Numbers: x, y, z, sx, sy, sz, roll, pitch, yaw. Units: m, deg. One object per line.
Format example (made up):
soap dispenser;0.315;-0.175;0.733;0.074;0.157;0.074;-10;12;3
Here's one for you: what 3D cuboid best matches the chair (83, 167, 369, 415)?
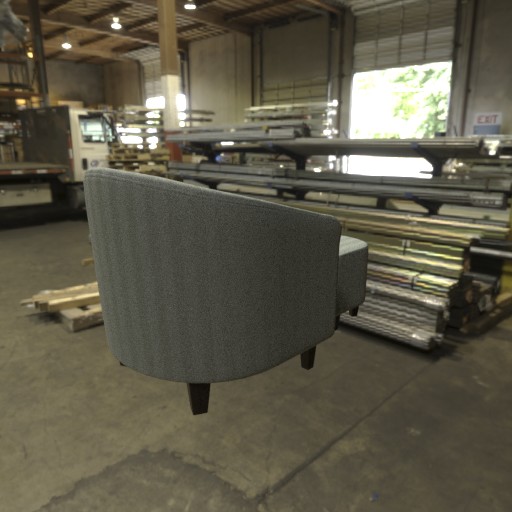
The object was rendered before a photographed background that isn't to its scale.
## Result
chair;0.000;0.000;1.791;0.756;0.757;1.288;14;20;43
